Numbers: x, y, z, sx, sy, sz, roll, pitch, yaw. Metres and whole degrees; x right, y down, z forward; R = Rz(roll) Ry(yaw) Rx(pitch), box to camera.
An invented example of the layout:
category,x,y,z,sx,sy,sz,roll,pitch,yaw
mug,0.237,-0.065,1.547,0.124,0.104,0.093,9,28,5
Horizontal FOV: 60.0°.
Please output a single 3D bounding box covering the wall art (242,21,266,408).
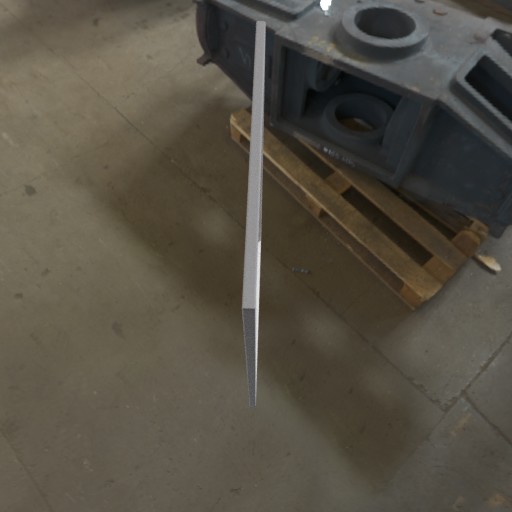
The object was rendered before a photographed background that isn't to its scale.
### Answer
category,x,y,z,sx,sy,sz,roll,pitch,yaw
wall art,0.000,0.000,0.691,0.012,0.529,0.374,2,63,1
